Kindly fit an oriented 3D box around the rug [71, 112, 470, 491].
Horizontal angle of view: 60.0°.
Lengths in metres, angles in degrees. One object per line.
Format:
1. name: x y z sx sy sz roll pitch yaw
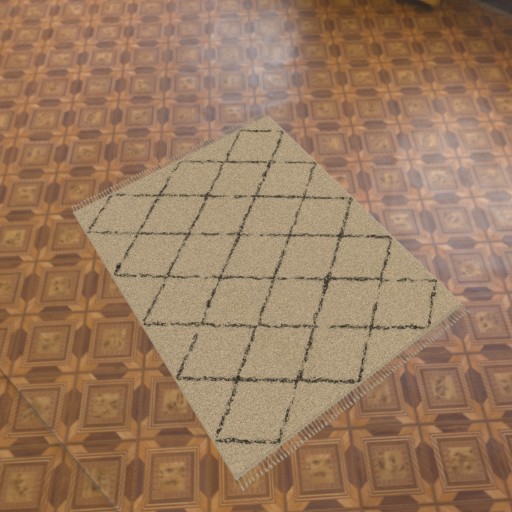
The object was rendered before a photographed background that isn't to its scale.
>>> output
1. rug: 0.000 0.000 4.111 2.380 0.013 3.051 -31 64 -17
